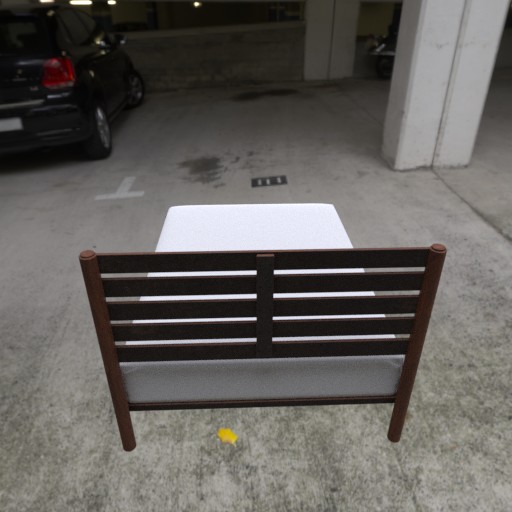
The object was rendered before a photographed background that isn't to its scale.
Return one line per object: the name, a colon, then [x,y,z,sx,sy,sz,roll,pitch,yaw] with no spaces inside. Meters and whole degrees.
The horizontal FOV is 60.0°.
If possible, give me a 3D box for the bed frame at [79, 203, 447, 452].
bed frame: [0.000,0.000,3.252,1.655,1.321,2.234,-1,30,-2]
